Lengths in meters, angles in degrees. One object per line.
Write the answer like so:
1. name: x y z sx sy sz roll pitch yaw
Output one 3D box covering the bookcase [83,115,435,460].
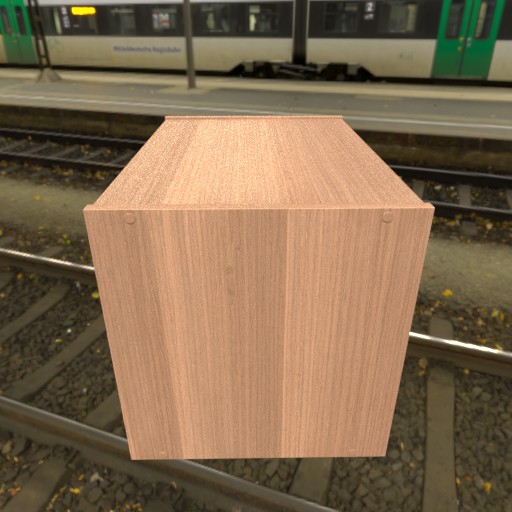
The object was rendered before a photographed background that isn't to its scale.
1. bookcase: 0.000 0.000 0.619 0.290 0.305 0.415 0 28 -1
